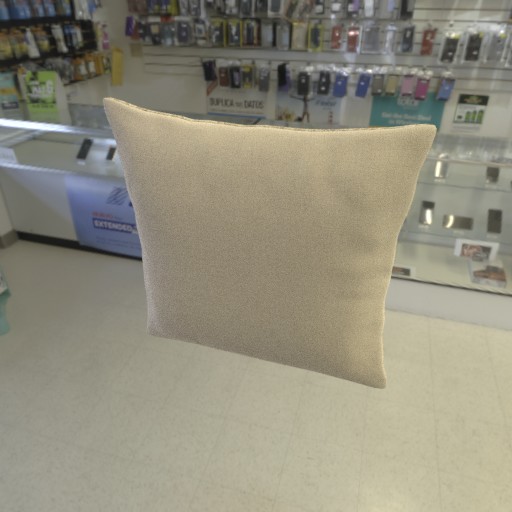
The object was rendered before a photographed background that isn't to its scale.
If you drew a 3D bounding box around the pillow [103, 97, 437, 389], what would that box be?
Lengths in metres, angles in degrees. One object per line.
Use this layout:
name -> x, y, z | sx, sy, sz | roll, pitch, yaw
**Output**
pillow -> 0.000, 0.000, 0.789 | 0.523, 0.510, 0.166 | 10, 33, 16
